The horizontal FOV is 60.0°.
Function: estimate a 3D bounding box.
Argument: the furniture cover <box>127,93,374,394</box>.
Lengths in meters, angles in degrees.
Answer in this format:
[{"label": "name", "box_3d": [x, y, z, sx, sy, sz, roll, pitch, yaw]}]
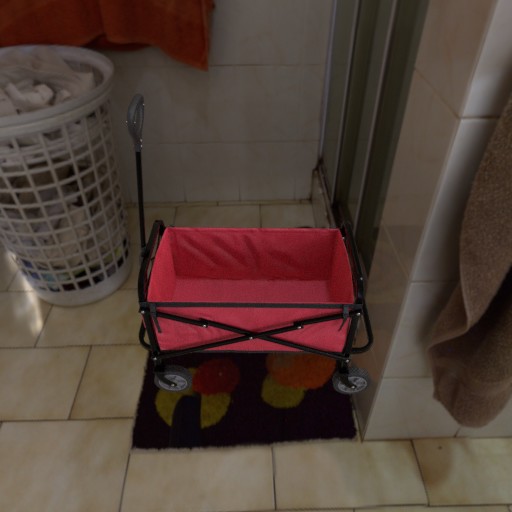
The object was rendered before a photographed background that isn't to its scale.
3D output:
[{"label": "furniture cover", "box_3d": [0.000, 0.000, 1.788, 1.038, 1.295, 0.532, 0, 42, 1]}]
